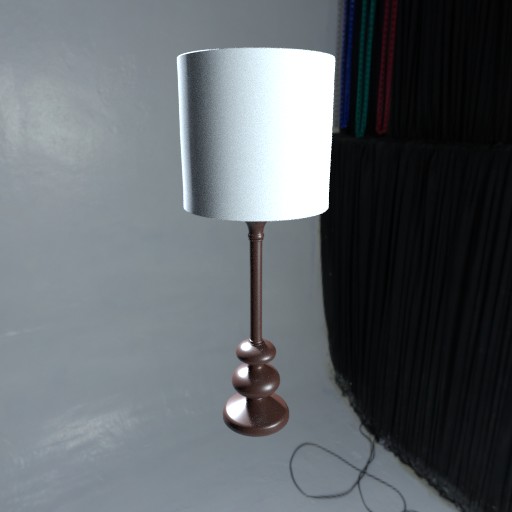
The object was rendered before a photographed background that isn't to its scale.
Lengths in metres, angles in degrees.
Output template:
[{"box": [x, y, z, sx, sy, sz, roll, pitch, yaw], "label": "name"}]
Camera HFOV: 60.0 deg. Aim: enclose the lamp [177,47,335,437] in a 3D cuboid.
[{"box": [0.000, 0.000, 0.817, 0.254, 0.690, 0.254, -9, 19, -28], "label": "lamp"}]
